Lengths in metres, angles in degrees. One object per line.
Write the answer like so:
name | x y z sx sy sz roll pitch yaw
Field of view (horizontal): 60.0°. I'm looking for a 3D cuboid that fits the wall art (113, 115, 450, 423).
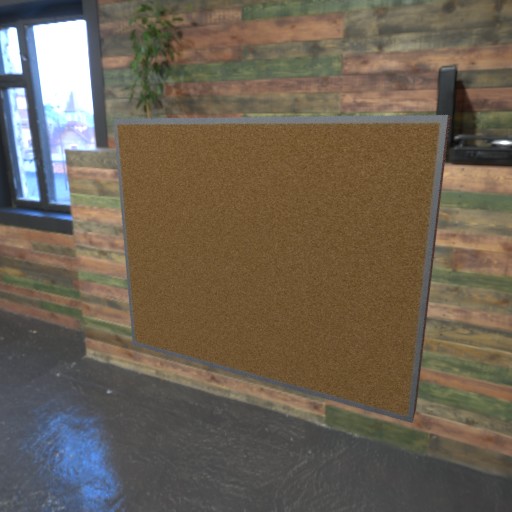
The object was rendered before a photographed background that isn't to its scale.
wall art | 0.000 0.000 0.754 0.557 0.450 0.037 8 18 26
